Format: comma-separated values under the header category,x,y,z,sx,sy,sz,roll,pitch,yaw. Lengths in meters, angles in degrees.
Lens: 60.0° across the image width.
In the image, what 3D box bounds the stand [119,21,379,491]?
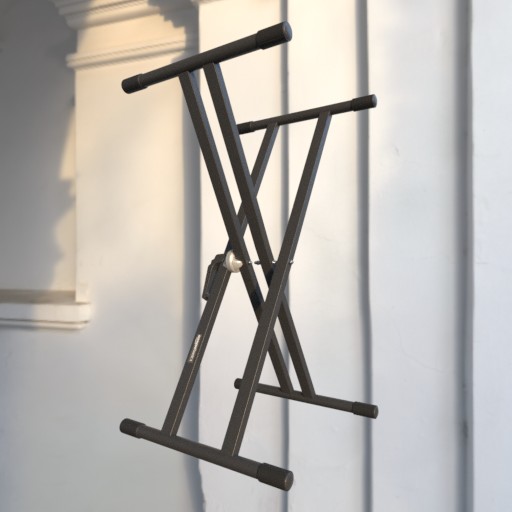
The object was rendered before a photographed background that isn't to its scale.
category,x,y,z,sx,sy,sz,roll,pitch,yaw
stand,0.000,0.000,1.180,0.495,0.900,0.503,0,0,35
